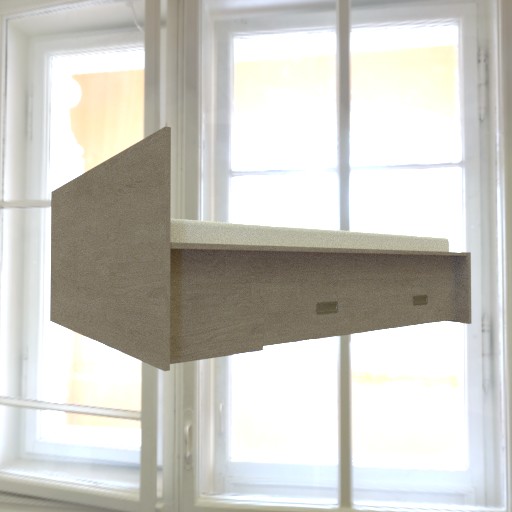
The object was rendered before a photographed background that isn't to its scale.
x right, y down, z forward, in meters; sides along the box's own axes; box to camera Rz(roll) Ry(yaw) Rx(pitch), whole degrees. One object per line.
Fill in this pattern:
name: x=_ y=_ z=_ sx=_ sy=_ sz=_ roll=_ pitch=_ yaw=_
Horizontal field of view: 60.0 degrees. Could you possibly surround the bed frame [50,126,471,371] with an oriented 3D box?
bed frame: x=0.000 y=0.000 z=2.682 sx=1.960 sy=0.800 sz=1.622 roll=1 pitch=-2 yaw=-37
